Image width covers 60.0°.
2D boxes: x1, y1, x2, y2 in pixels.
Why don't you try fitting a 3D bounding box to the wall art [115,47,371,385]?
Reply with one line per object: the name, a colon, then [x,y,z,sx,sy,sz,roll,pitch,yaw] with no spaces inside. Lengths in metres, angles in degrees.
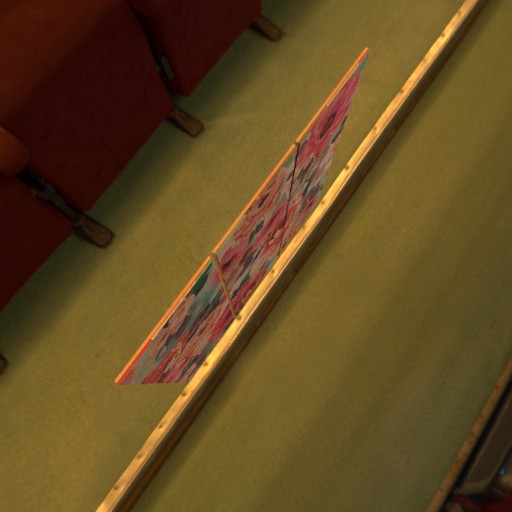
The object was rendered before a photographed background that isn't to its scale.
wall art: [0.000,0.000,1.366,0.012,0.910,0.911,34,77,9]
